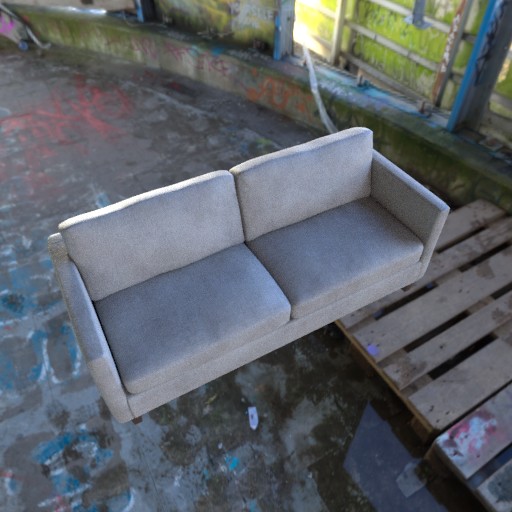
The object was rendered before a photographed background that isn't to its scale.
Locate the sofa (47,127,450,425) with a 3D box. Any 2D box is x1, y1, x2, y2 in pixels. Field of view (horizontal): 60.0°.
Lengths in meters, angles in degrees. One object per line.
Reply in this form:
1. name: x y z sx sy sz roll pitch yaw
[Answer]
1. sofa: 0.000 0.000 2.757 2.208 0.965 0.951 -22 50 -20
